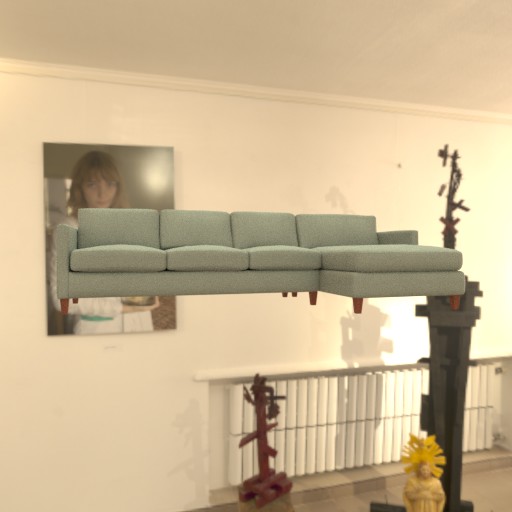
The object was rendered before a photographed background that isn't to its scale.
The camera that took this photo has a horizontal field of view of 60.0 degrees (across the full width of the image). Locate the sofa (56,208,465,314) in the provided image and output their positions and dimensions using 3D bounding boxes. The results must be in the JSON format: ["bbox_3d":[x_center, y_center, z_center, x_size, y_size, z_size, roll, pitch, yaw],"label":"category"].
[{"bbox_3d":[0.000,0.000,4.189,3.471,0.950,1.604,0,0,-16],"label":"sofa"}]
